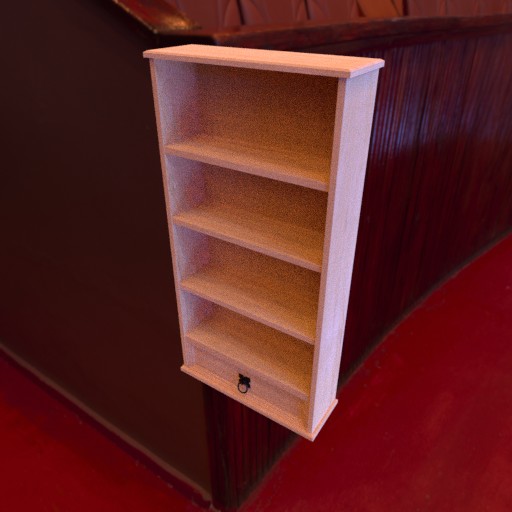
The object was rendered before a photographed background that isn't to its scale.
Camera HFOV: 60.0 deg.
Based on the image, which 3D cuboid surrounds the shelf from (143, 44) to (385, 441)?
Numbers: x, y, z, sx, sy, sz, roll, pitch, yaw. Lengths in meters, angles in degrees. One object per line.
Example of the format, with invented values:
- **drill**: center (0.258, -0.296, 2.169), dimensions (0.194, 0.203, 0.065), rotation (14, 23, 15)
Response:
- **shelf**: center (0.000, 0.000, 1.236), dimensions (0.520, 1.030, 0.175), rotation (19, 36, 28)
